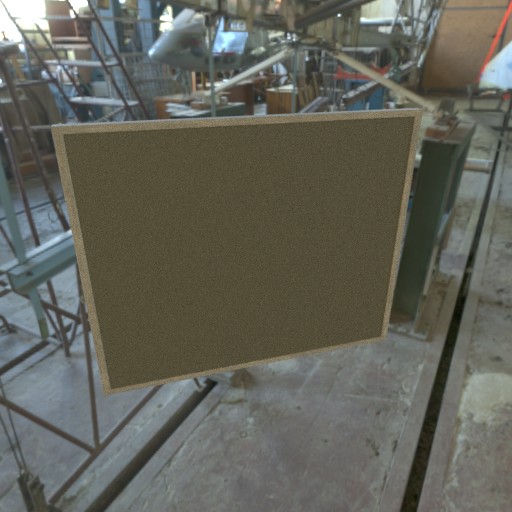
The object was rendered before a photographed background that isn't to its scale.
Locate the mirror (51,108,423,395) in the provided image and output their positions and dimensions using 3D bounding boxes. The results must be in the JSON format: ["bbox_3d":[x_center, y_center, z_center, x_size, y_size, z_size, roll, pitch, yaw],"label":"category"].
[{"bbox_3d":[0.000,0.000,1.129,0.839,0.689,0.028,-8,27,-15],"label":"mirror"}]
